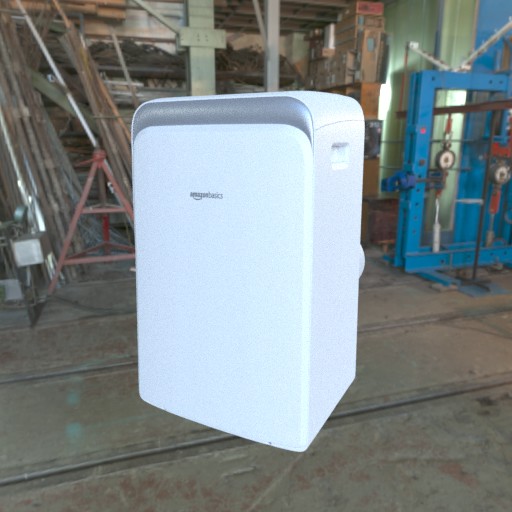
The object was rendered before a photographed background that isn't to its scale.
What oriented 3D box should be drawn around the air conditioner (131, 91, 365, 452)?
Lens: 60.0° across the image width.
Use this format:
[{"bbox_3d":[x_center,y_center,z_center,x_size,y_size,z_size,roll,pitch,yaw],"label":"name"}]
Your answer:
[{"bbox_3d":[0.000,0.000,1.107,0.478,0.765,0.467,7,16,26],"label":"air conditioner"}]
